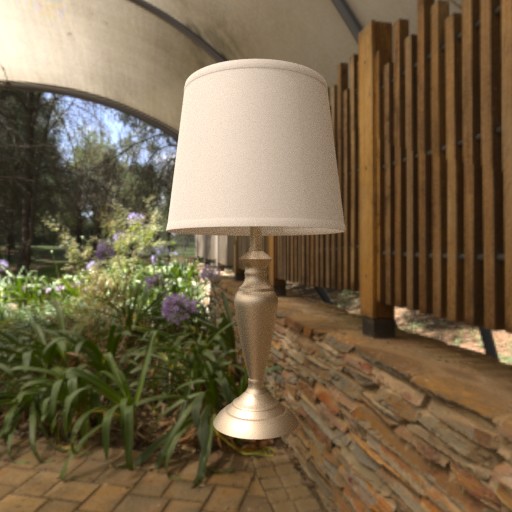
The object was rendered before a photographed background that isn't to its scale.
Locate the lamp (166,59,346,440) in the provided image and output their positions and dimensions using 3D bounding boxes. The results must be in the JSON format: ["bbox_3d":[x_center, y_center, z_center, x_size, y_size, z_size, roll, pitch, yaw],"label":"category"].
[{"bbox_3d":[0.000,0.000,0.826,0.328,0.619,0.328,0,0,0],"label":"lamp"}]
